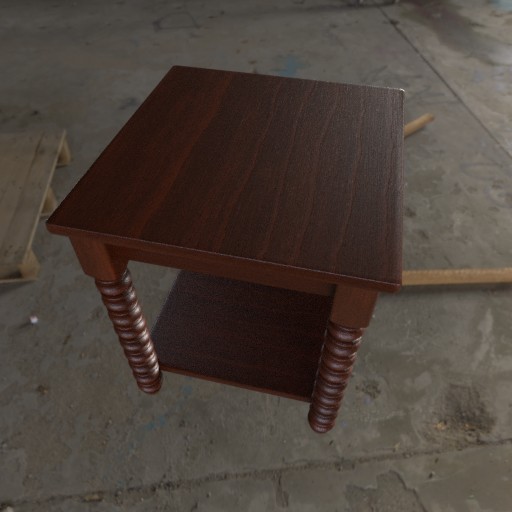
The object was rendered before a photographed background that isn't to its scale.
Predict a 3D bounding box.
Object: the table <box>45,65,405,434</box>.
[{"bbox_3d":[0.000,0.000,0.973,0.500,0.567,0.533,10,48,9],"label":"table"}]
